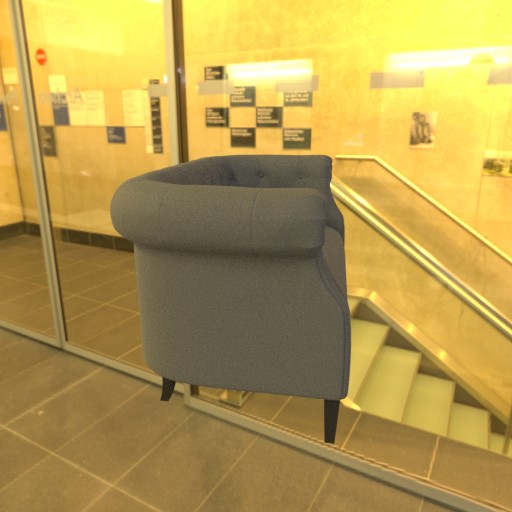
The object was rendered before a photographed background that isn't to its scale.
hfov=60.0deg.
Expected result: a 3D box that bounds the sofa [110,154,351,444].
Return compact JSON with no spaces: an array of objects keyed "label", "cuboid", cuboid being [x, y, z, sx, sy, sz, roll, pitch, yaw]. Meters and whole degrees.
[{"label":"sofa","cuboid":[0.000,0.000,2.030,0.835,0.827,1.558,3,17,10]}]
